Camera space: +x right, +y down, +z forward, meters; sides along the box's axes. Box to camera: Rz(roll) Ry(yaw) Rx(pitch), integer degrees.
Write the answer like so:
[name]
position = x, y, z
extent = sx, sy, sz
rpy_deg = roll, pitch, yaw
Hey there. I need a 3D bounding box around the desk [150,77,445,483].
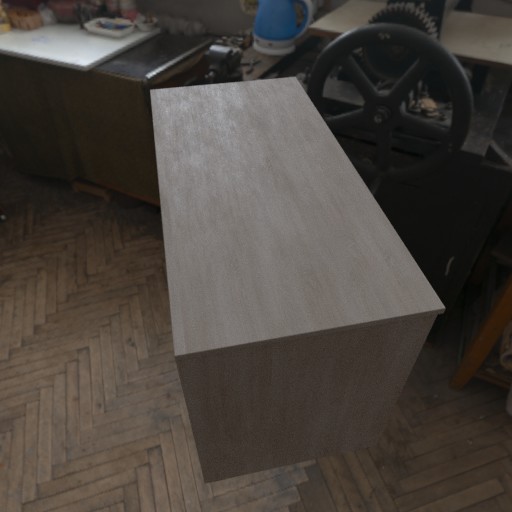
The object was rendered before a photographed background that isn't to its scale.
[desk]
position = 0.000, 0.000, 1.646
extent = 0.600, 0.770, 1.251
rpy_deg = -8, 46, -8
